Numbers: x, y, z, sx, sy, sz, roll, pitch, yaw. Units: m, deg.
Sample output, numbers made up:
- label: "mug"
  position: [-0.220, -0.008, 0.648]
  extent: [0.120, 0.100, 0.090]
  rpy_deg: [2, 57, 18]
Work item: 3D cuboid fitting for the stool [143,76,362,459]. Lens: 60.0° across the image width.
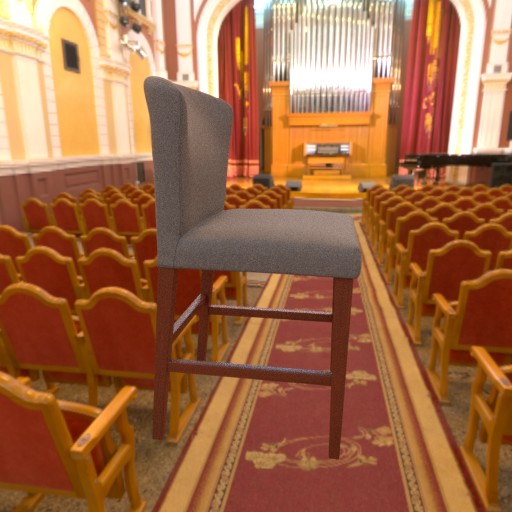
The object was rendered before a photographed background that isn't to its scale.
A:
- label: "stool"
  position: [0.000, 0.000, 1.284]
  extent: [0.568, 0.968, 0.481]
  rpy_deg: [2, 15, 9]
